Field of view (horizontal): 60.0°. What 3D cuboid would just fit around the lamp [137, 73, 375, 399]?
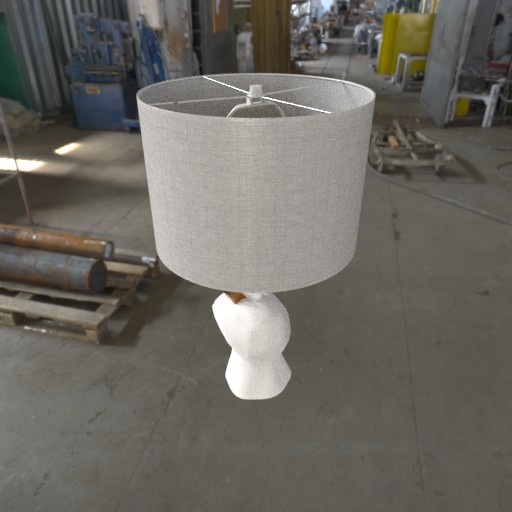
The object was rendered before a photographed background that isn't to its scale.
[{"bbox_3d":[0.000,0.000,0.692,0.298,0.503,0.298,-18,35,-28],"label":"lamp"}]
